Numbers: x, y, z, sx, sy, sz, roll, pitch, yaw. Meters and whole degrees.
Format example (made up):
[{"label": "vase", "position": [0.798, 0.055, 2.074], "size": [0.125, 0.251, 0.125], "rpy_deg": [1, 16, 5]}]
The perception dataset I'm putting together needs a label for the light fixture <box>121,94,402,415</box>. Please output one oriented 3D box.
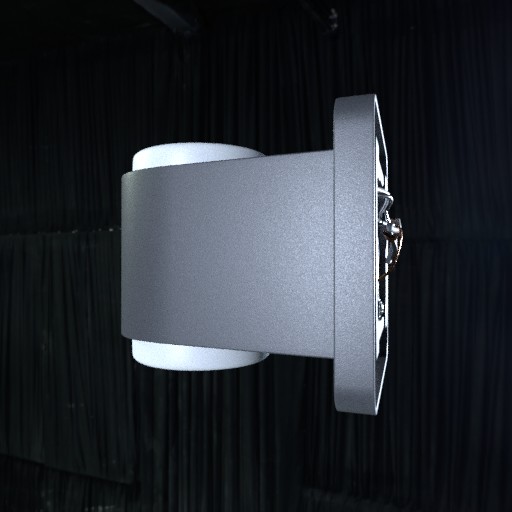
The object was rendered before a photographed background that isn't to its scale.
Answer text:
[{"label": "light fixture", "position": [0.000, 0.000, 0.210], "size": [0.132, 0.109, 0.109], "rpy_deg": [0, 0, 19]}]
